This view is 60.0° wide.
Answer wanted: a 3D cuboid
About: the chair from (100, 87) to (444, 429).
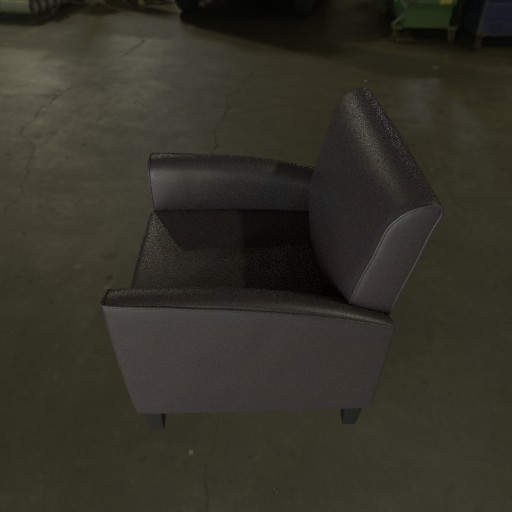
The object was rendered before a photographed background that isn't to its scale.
[{"bbox_3d":[0.000,0.000,1.524,0.819,0.916,0.820,-1,40,-1],"label":"chair"}]
